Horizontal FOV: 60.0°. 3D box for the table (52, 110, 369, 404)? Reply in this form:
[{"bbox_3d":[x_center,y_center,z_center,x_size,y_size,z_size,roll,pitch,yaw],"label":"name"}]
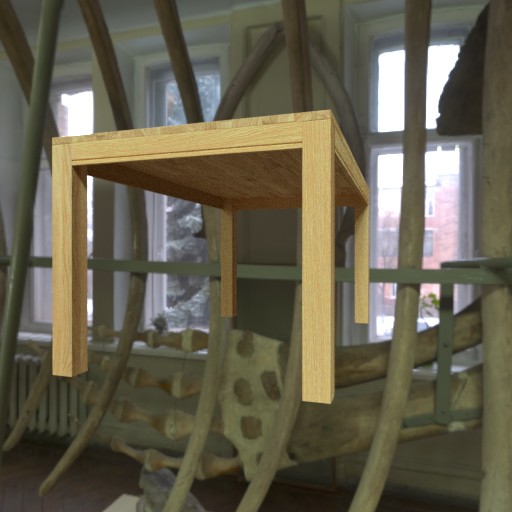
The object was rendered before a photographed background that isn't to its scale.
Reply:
[{"bbox_3d":[0.000,0.000,2.010,0.900,0.770,1.500,0,0,18],"label":"table"}]
